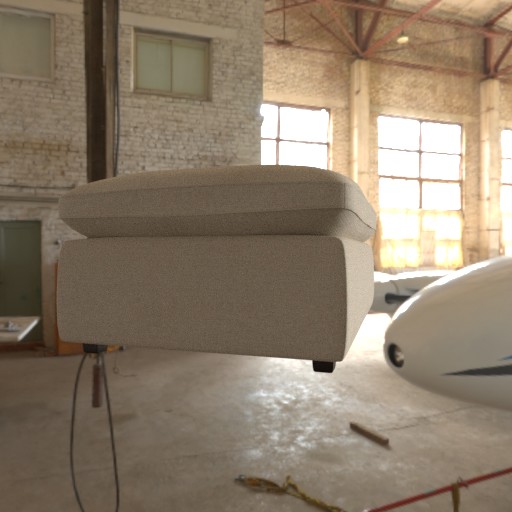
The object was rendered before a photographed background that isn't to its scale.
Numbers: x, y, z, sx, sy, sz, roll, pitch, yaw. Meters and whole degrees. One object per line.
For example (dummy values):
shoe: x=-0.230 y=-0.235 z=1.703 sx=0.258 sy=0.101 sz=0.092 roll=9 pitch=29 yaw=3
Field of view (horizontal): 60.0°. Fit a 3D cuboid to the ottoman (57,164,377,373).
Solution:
ottoman: x=0.000 y=0.000 z=1.356 sx=0.686 sy=0.453 sz=0.984 roll=0 pitch=0 yaw=18
